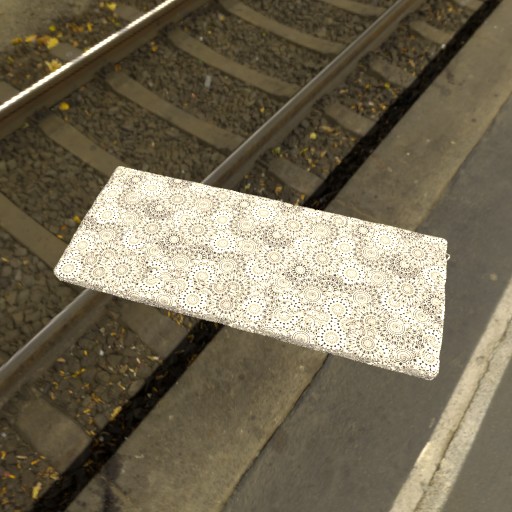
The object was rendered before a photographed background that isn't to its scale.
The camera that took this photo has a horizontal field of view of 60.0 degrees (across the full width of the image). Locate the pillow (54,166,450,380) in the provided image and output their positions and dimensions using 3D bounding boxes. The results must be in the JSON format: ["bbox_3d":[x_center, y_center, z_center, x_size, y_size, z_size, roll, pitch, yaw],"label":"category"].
[{"bbox_3d":[0.000,0.000,1.396,1.187,0.081,0.492,14,59,8],"label":"pillow"}]
